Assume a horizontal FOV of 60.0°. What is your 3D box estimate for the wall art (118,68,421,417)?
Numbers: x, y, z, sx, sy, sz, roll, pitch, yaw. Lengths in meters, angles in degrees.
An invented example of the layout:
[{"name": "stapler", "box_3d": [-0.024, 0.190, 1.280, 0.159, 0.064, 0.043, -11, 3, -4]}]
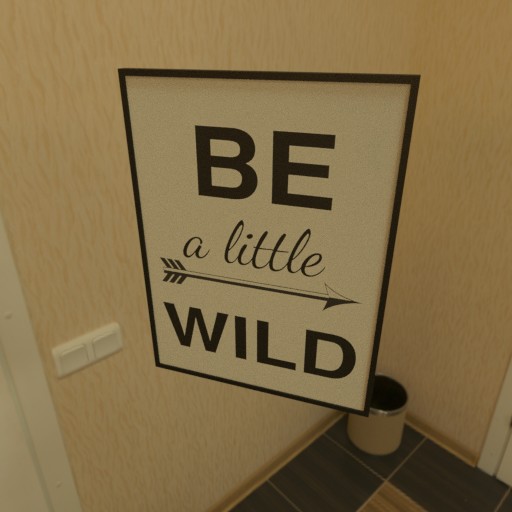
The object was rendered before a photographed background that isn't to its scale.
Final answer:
[{"name": "wall art", "box_3d": [0.000, 0.000, 1.378, 0.806, 1.062, 0.038, 8, 28, 17]}]
